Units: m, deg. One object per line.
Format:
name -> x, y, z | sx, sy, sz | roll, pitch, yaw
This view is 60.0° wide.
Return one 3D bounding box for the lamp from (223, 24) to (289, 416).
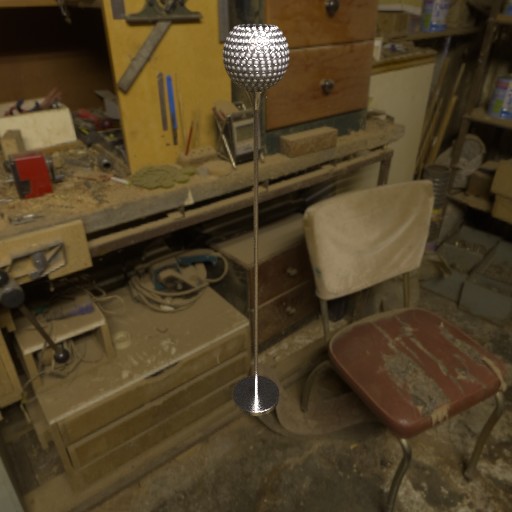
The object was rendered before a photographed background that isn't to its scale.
lamp -> 0.000, 0.000, 1.949 | 0.254, 1.805, 0.254 | 0, 32, 0
